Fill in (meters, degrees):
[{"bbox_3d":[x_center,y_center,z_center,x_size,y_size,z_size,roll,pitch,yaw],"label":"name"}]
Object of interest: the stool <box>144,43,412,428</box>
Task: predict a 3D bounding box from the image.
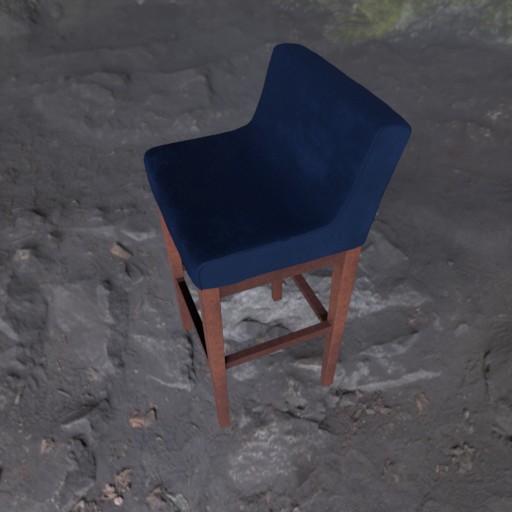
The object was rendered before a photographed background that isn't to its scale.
[{"bbox_3d":[0.000,0.000,1.338,0.500,1.037,0.511,-16,47,-16],"label":"stool"}]
